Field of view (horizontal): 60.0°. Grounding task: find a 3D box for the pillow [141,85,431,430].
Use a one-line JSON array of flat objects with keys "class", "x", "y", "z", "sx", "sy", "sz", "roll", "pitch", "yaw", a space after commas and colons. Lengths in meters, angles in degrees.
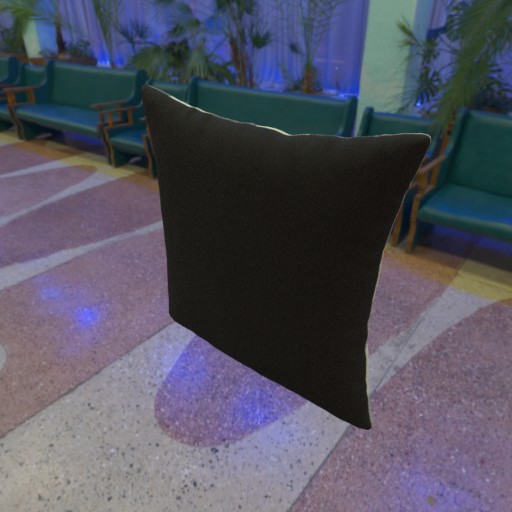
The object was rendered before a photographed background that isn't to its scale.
[{"class": "pillow", "x": 0.000, "y": 0.000, "z": 0.769, "sx": 0.511, "sy": 0.509, "sz": 0.161, "roll": 22, "pitch": 38, "yaw": 33}]
